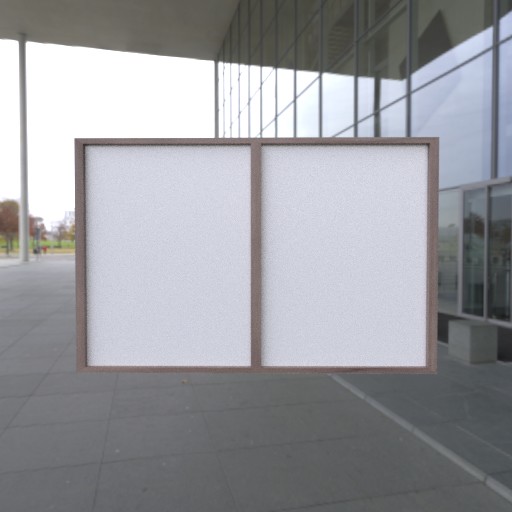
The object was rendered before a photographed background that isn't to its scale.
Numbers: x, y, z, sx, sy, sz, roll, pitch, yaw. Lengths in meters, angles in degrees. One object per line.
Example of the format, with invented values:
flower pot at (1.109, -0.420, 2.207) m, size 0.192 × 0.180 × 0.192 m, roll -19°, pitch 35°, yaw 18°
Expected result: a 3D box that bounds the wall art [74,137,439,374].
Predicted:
wall art at (0.000, 0.000, 1.142) m, size 0.919 × 0.598 × 0.038 m, roll 0°, pitch 1°, yaw 1°
